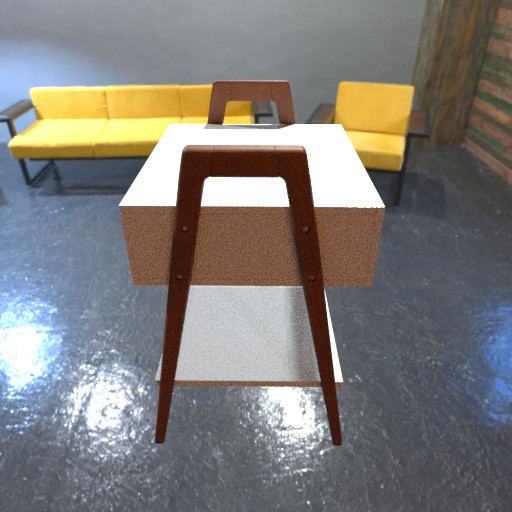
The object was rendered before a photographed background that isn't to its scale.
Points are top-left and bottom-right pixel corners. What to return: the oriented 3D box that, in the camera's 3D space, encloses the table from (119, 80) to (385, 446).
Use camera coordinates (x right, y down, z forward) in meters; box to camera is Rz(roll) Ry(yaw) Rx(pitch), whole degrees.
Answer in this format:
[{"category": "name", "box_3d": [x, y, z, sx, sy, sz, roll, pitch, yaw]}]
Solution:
[{"category": "table", "box_3d": [0.000, 0.000, 0.922, 0.405, 0.610, 0.457, 0, 32, 1]}]
